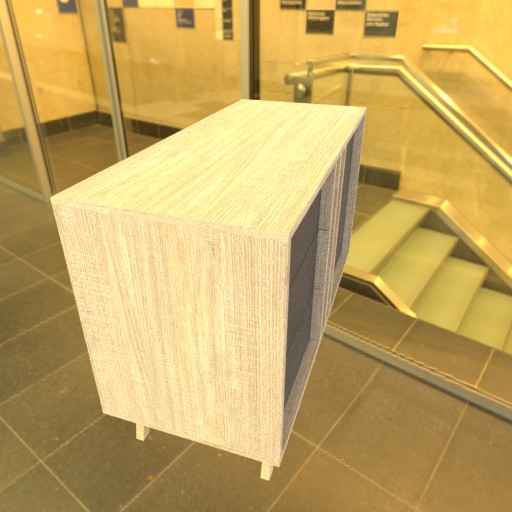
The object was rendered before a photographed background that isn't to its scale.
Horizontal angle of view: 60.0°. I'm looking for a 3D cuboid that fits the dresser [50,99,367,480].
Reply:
[{"bbox_3d":[0.000,0.000,1.475,0.500,0.780,1.110,10,31,16],"label":"dresser"}]
